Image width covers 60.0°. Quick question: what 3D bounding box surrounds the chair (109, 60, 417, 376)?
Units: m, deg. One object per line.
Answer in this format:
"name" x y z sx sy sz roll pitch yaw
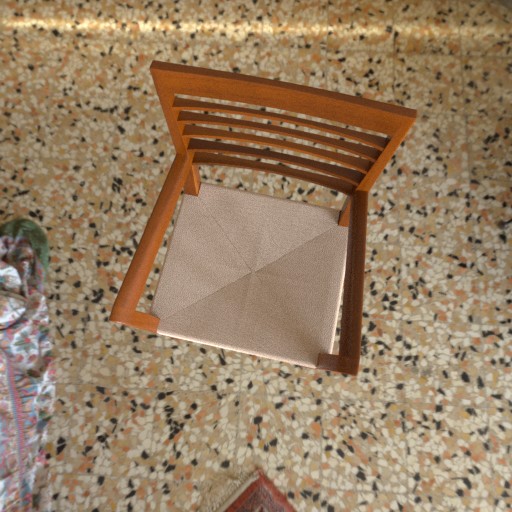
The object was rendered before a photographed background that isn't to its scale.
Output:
"chair" 0.000 0.000 1.253 0.587 0.855 0.540 12 76 3
